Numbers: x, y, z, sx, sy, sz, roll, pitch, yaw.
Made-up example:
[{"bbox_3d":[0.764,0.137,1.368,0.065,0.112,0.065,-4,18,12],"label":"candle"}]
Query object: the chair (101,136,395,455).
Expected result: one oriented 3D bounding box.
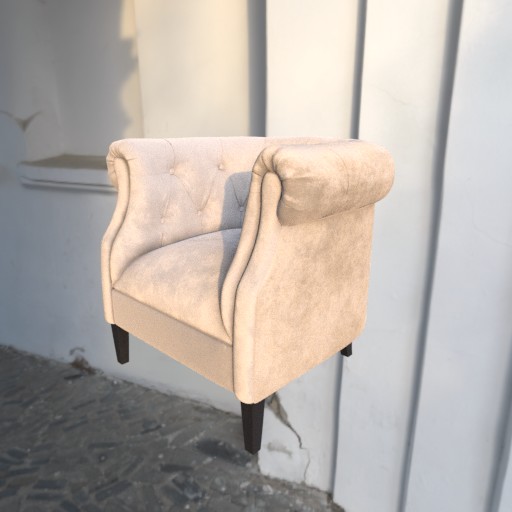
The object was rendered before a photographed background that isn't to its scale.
[{"bbox_3d":[0.000,0.000,1.605,0.904,0.826,0.851,15,22,41],"label":"chair"}]
